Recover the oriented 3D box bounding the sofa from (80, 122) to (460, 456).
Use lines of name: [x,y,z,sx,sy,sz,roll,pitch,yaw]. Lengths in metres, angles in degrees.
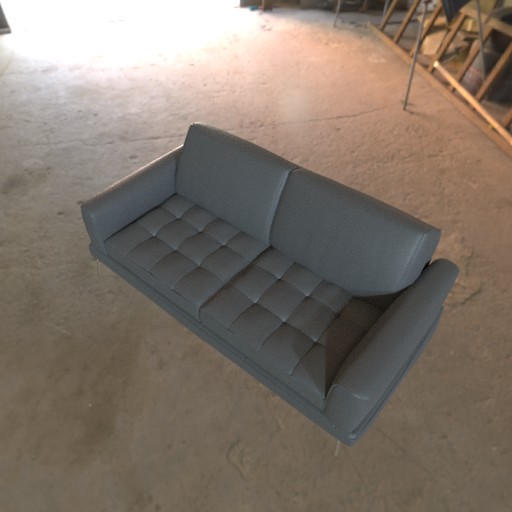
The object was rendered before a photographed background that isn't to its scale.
sofa: [0.000,0.000,2.766,2.177,0.930,1.121,31,53,26]
